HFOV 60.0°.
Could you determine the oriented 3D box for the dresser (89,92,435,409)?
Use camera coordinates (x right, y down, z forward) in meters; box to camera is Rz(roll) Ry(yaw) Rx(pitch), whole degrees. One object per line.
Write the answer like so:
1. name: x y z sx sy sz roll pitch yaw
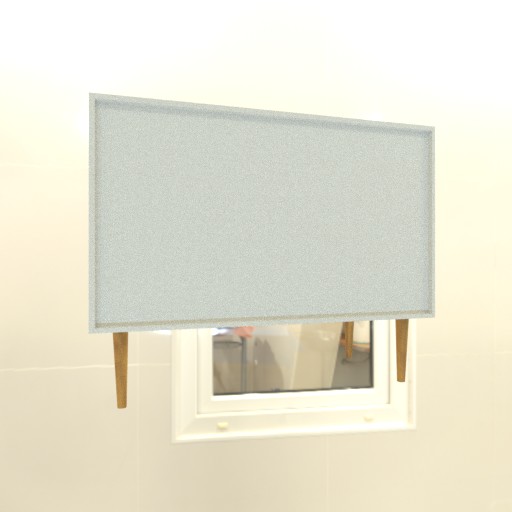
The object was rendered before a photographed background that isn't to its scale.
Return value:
1. dresser: 0.000 0.000 1.324 0.905 0.721 0.457 0 0 -17
